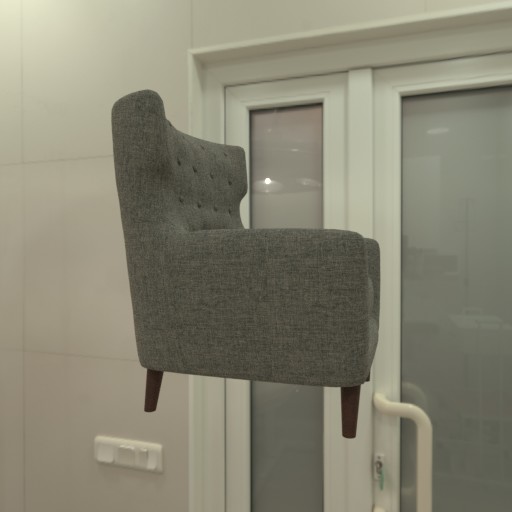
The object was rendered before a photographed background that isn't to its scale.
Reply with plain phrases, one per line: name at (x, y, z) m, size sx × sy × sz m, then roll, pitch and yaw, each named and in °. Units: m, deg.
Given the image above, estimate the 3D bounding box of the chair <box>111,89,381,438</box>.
chair at (0.000, 0.000, 1.721) m, size 0.904 × 1.063 × 0.878 m, roll 0°, pitch 1°, yaw 18°
